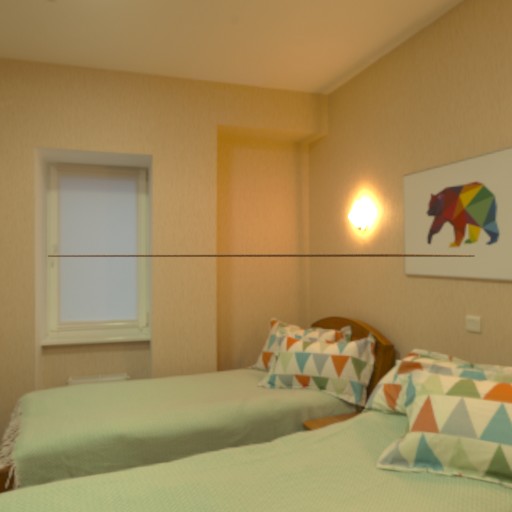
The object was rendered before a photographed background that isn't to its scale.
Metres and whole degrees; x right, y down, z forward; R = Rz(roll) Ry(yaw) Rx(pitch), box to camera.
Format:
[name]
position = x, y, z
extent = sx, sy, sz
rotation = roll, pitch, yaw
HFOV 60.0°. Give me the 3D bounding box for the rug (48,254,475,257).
[rug]
position = 0.000, 0.000, 2.277
extent = 1.829, 0.008, 1.219
rotation = 0, 0, 37
